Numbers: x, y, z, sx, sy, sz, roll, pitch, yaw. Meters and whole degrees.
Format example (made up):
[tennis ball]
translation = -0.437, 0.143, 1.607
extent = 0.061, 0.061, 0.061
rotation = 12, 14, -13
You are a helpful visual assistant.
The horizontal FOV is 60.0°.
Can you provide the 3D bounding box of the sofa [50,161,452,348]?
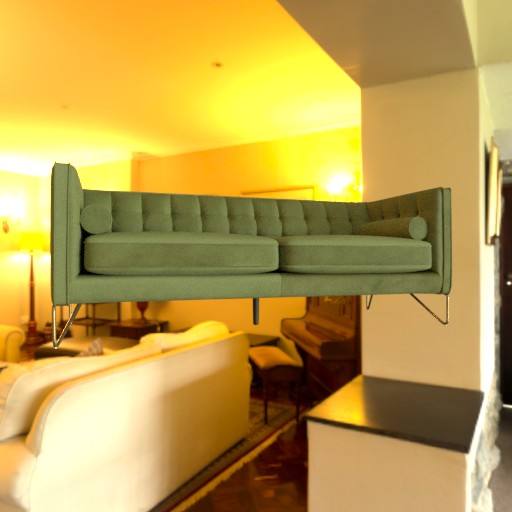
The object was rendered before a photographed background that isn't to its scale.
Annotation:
[sofa]
translation = 0.000, 0.000, 2.549
extent = 2.087, 0.789, 0.867
rotation = 0, -1, -19
